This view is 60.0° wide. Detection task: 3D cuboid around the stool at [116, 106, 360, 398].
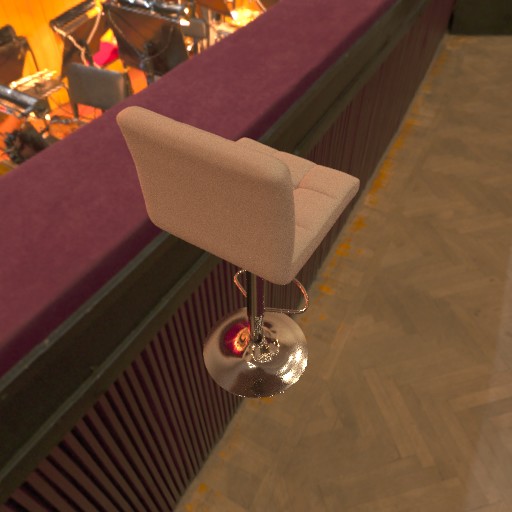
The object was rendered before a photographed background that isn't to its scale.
[{"bbox_3d":[0.000,0.000,1.401,0.430,1.115,0.505,25,52,22],"label":"stool"}]
